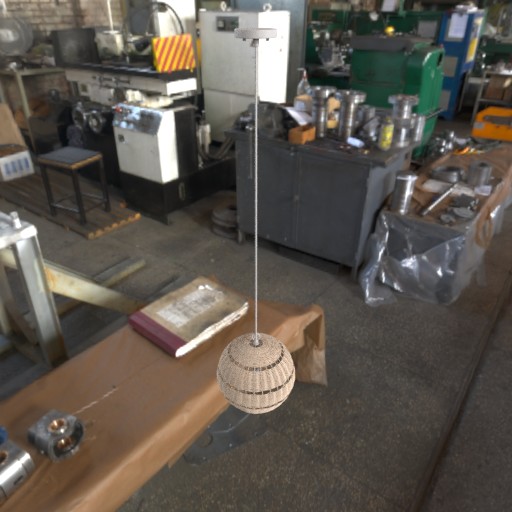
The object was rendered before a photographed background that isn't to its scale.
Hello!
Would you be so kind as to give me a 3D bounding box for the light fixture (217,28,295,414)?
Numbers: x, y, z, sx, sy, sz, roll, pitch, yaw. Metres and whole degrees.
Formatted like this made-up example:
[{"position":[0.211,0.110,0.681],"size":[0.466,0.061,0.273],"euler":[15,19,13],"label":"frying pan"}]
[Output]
[{"position":[0.000,0.000,2.212],"size":[0.457,2.019,0.457],"euler":[1,30,2],"label":"light fixture"}]
